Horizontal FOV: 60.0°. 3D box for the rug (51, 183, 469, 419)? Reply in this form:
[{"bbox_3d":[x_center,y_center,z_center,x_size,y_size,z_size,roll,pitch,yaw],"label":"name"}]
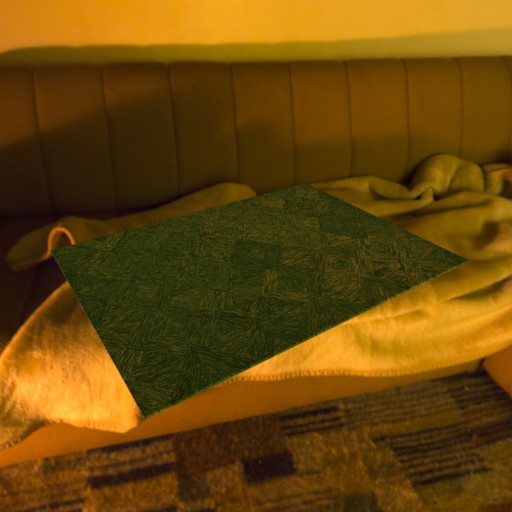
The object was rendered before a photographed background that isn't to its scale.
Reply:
[{"bbox_3d":[0.000,0.000,4.257,3.217,0.027,2.405,-19,35,-29],"label":"rug"}]
